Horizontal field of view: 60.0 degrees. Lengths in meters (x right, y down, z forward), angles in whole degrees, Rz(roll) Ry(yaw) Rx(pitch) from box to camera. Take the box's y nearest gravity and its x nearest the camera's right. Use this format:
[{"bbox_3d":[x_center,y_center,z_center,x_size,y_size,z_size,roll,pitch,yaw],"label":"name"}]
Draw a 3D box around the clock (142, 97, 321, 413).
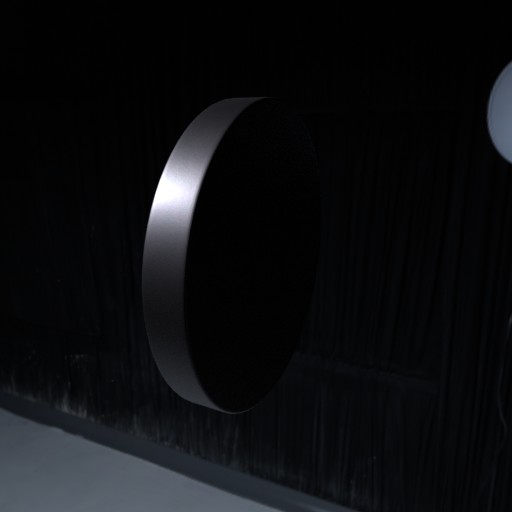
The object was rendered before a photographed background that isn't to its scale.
[{"bbox_3d":[0.000,0.000,0.465,0.040,0.314,0.314,8,18,25],"label":"clock"}]
